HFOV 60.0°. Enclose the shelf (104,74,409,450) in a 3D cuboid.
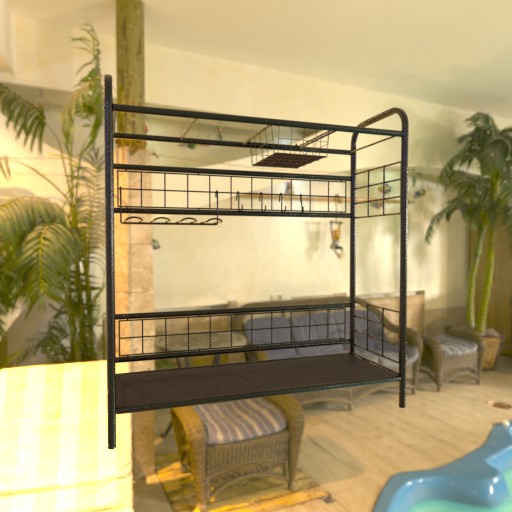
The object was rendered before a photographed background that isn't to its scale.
[{"bbox_3d":[0.000,0.000,1.494,0.961,1.026,0.350,-1,2,-19],"label":"shelf"}]
